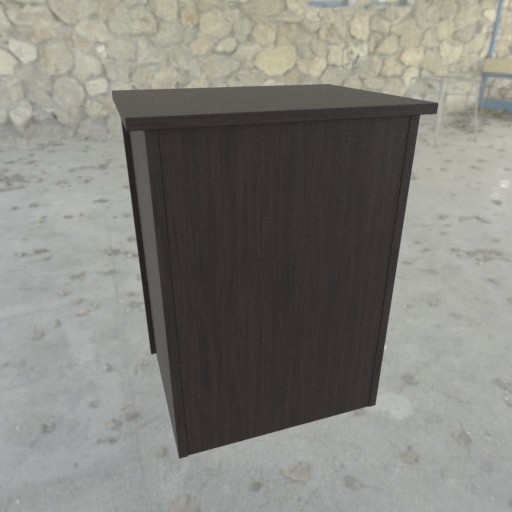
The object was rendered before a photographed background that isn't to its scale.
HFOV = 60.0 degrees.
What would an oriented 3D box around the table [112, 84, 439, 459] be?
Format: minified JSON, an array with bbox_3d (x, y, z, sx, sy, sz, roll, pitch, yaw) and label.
[{"bbox_3d":[0.000,0.000,0.929,0.480,0.635,0.381,-8,27,-17],"label":"table"}]
